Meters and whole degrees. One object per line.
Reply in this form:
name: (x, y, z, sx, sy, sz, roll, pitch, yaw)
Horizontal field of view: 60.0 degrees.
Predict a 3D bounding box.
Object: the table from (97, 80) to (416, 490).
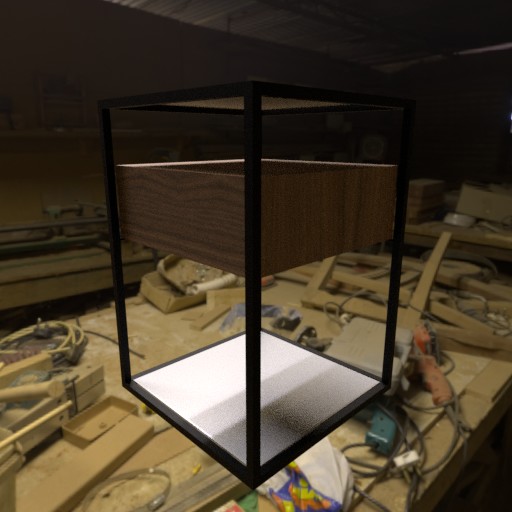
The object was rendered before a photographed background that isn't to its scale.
table: (0.000, 0.000, 0.811, 0.378, 0.540, 0.378, -14, 20, -42)
